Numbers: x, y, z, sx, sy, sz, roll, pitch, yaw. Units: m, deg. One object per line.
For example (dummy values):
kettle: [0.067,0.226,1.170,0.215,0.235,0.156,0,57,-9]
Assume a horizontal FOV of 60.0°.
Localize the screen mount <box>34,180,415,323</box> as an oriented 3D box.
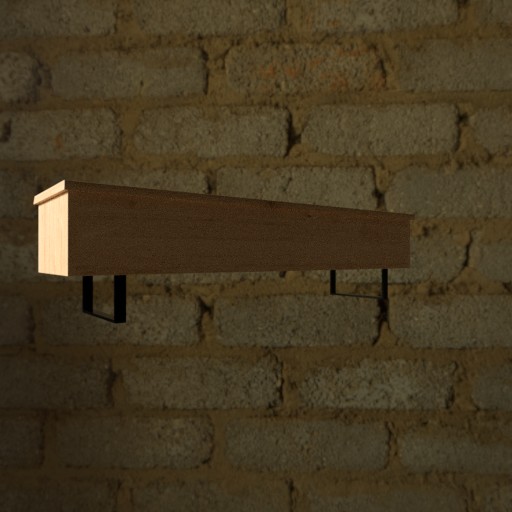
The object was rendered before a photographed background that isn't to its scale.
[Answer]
screen mount: [0.000,0.000,1.952,1.700,0.430,0.450,0,0,-37]
